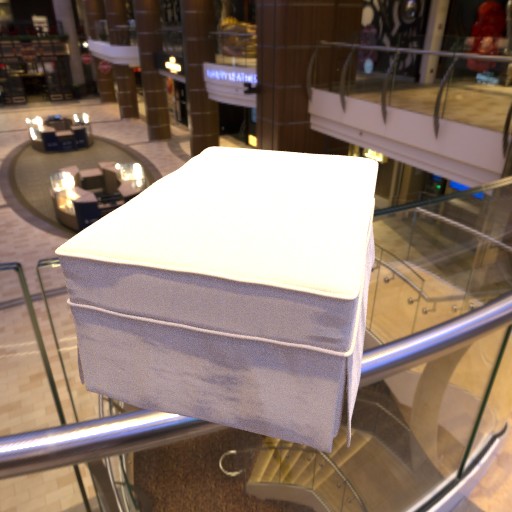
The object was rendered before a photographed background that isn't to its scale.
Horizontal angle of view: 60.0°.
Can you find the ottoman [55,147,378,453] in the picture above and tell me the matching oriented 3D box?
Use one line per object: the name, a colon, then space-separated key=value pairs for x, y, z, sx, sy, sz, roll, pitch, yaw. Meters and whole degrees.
ottoman: x=0.000 y=0.000 z=1.337 sx=0.703 sy=0.479 sz=0.944 roll=8 pitch=29 yaw=14
